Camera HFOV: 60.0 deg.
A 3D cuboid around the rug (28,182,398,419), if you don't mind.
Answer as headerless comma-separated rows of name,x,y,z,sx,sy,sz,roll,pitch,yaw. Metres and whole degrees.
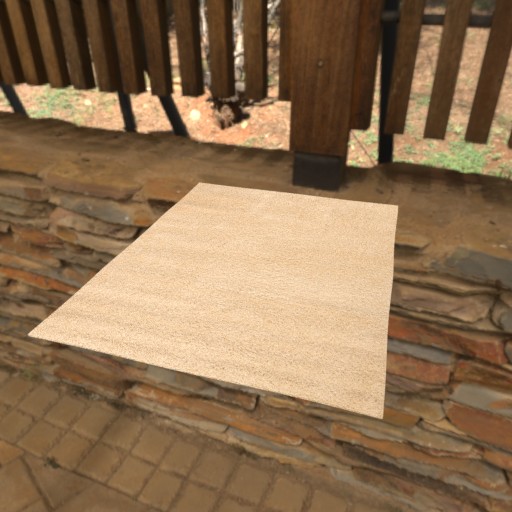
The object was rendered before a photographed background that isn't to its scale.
rug,0.000,0.000,4.016,2.400,0.025,3.000,9,32,15
